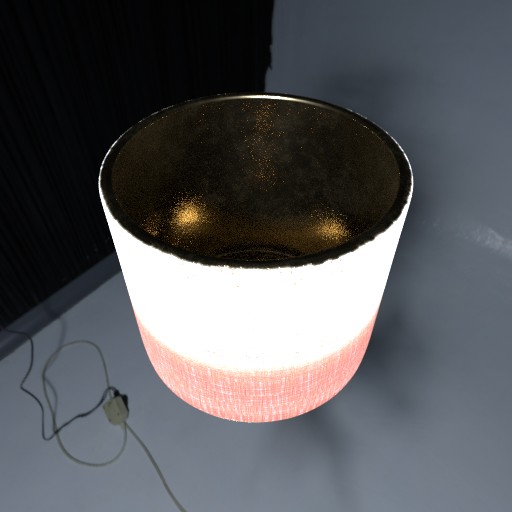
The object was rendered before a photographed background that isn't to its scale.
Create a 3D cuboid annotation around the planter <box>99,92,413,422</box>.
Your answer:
[{"bbox_3d":[0.000,0.000,0.308,0.178,0.157,0.178,0,45,0],"label":"planter"}]
